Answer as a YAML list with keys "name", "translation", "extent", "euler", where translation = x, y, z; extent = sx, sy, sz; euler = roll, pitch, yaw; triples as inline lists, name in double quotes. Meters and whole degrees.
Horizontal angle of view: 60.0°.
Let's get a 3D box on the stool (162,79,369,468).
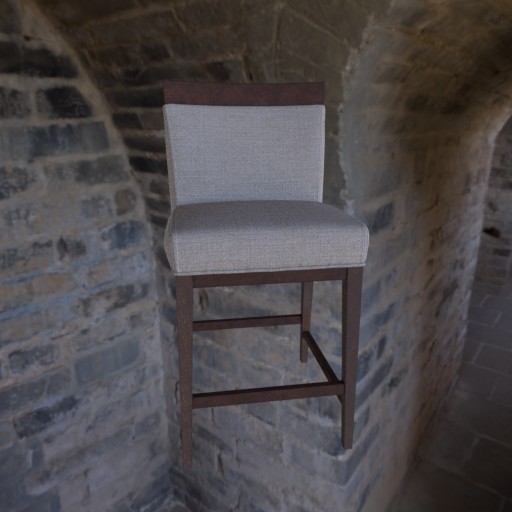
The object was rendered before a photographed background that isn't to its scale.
- name: "stool"
  translation: [0.000, 0.000, 1.321]
  extent: [0.512, 1.009, 0.531]
  euler: [-3, 17, -9]
